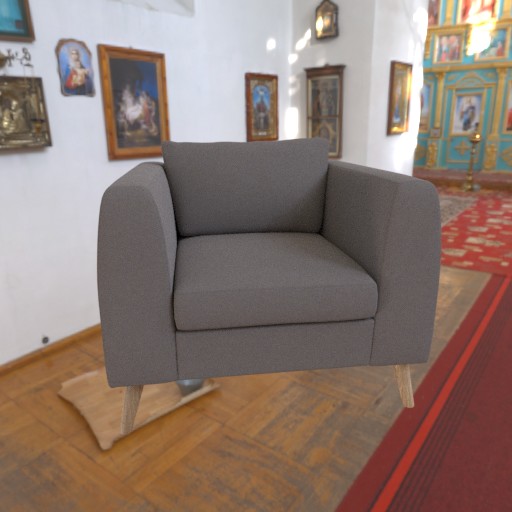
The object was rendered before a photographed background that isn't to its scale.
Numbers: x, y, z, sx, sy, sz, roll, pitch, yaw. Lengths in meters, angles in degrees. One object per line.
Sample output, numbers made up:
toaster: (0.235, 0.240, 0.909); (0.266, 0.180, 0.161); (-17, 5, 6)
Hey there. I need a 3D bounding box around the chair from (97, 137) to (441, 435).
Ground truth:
chair: (0.000, 0.000, 1.684); (1.000, 0.860, 0.930); (-2, 16, -8)
